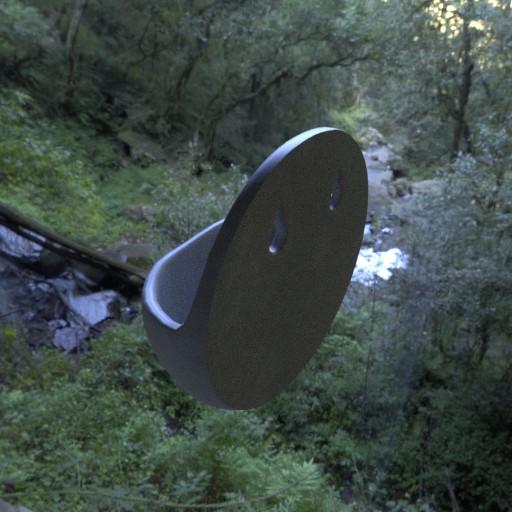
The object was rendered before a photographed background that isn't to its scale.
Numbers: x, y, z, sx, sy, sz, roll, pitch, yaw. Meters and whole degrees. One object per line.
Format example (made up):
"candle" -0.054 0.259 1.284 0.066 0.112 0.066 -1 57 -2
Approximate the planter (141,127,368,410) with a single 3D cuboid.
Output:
"planter" 0.000 0.000 0.278 0.073 0.164 0.190 20 36 30
